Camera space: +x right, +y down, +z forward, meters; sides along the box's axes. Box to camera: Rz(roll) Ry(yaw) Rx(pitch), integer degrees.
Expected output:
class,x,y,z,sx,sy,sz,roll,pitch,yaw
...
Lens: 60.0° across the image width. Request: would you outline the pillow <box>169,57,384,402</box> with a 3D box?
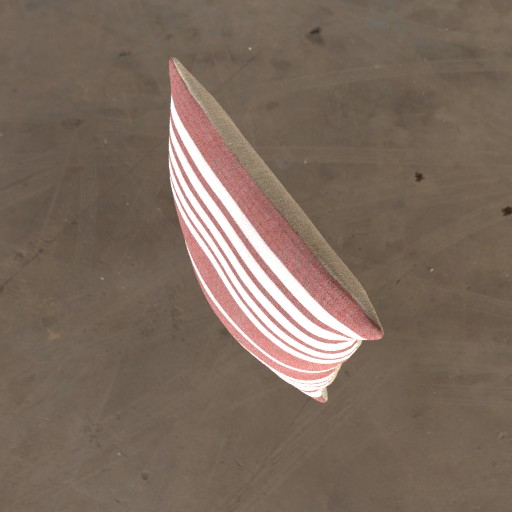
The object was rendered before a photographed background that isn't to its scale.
class,x,y,z,sx,sy,sz,roll,pitch,yaw
pillow,0.000,0.000,0.673,0.182,0.427,0.439,-29,67,-14
